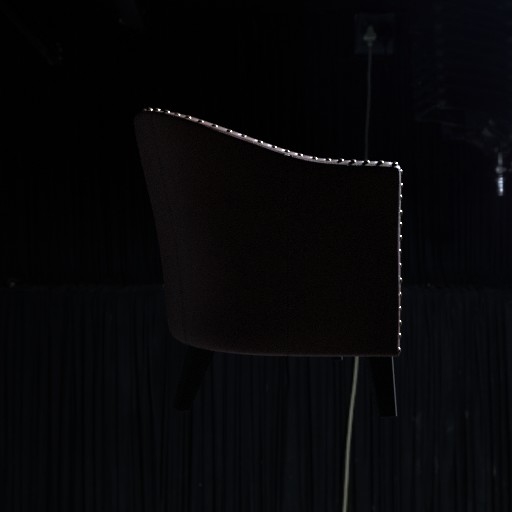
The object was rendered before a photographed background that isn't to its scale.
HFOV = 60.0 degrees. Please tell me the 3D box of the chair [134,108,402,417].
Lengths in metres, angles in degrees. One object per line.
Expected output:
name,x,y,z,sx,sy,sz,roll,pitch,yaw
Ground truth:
chair,0.000,0.000,1.438,0.748,0.823,0.794,0,-1,-1
